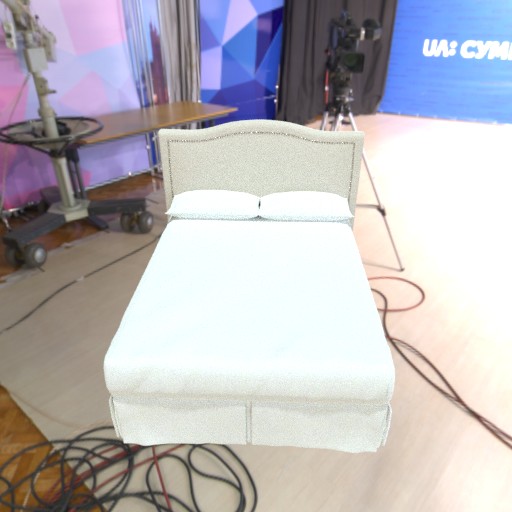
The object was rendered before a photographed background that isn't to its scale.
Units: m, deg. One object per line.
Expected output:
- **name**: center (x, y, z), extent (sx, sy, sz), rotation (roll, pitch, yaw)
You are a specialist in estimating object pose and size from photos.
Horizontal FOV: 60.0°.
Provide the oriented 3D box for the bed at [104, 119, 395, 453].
- **bed**: center (0.000, 0.000, 3.222), extent (1.753, 1.460, 2.143), rotation (1, 31, 2)
